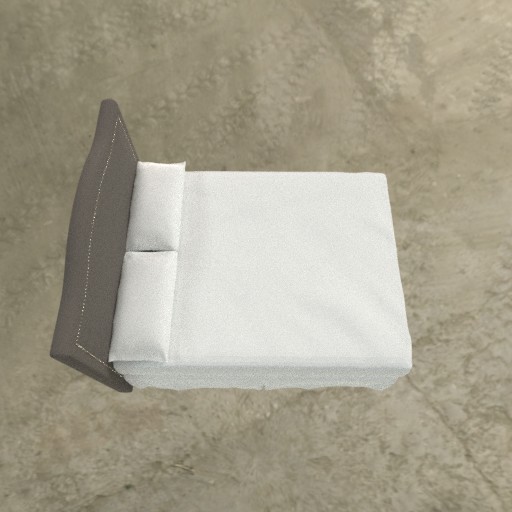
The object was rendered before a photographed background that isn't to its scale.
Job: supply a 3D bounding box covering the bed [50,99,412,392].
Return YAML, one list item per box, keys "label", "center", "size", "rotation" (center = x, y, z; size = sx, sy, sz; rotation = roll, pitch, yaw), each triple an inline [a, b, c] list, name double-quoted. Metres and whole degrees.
- label: "bed"
  center: [0.000, 0.000, 3.043]
  size: [2.036, 1.387, 1.666]
  rotation: [0, 65, 0]
